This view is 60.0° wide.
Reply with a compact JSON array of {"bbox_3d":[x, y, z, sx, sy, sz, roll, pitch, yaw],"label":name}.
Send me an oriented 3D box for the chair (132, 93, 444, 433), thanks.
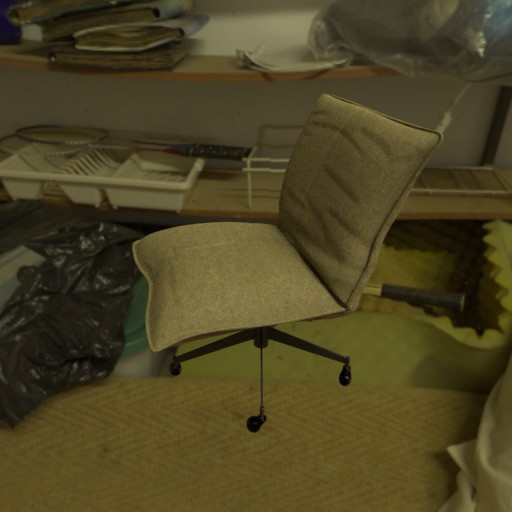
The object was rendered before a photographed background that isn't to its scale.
[{"bbox_3d":[0.000,0.000,1.309,0.696,0.811,0.597,-9,31,-15],"label":"chair"}]
